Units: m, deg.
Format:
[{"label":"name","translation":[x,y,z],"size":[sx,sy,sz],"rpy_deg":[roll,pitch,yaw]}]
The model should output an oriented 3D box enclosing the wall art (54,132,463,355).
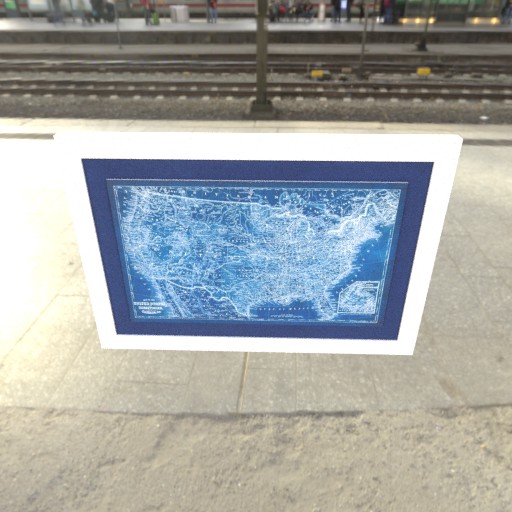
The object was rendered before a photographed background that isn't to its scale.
[{"label":"wall art","translation":[0.000,0.000,1.661],"size":[1.308,0.902,0.051],"rpy_deg":[1,30,2]}]
